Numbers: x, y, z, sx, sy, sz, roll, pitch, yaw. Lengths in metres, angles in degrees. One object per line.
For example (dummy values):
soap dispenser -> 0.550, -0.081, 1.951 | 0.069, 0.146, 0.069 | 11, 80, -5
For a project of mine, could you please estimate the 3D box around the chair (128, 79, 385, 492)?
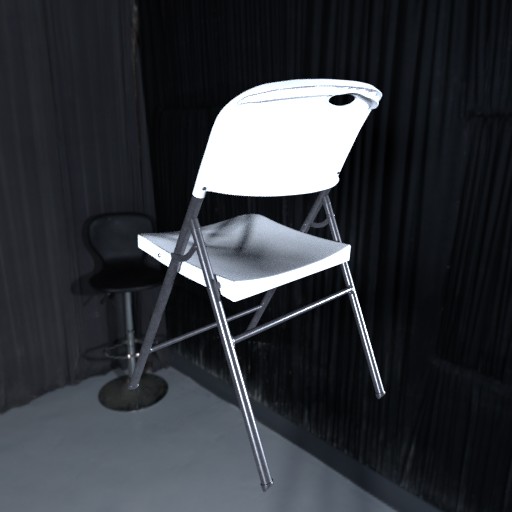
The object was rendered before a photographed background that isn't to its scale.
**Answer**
chair -> 0.000, 0.000, 1.149 | 0.566, 0.810, 0.494 | 15, 22, 42
